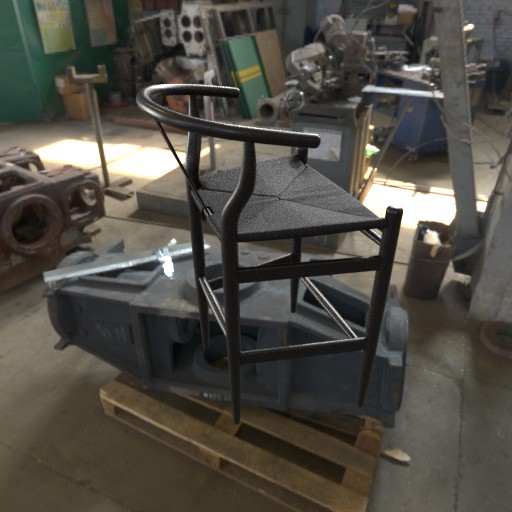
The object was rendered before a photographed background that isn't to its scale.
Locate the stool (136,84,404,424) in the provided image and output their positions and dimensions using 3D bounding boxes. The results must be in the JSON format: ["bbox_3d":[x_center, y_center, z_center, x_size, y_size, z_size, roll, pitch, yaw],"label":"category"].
[{"bbox_3d":[0.000,0.000,1.345,0.579,0.970,0.569,-11,33,-18],"label":"stool"}]
